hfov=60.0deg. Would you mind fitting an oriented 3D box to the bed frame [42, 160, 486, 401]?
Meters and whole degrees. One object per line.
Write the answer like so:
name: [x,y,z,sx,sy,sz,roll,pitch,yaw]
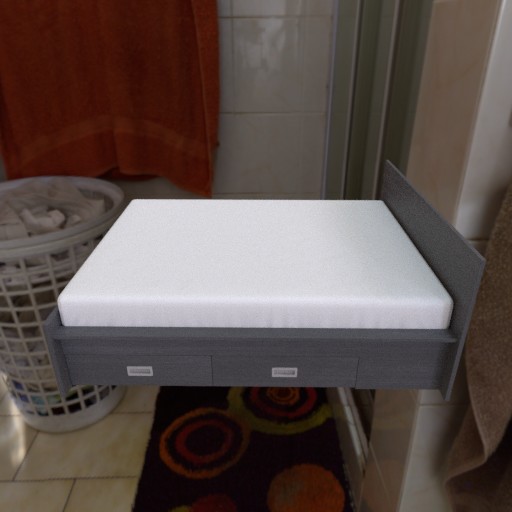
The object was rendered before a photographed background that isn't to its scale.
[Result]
bed frame: [0.000,0.000,2.782,1.960,0.800,1.622,0,27,1]
